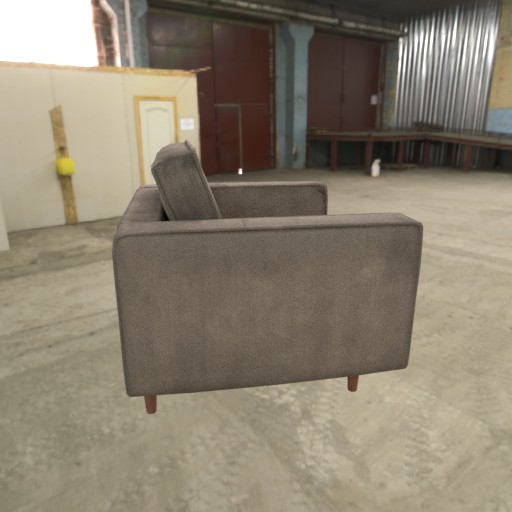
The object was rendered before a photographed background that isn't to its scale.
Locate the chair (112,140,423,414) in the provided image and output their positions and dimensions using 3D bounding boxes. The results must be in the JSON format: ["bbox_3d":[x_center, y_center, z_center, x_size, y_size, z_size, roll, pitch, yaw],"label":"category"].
[{"bbox_3d":[0.000,0.000,1.550,0.843,0.773,0.928,-3,17,-10],"label":"chair"}]
